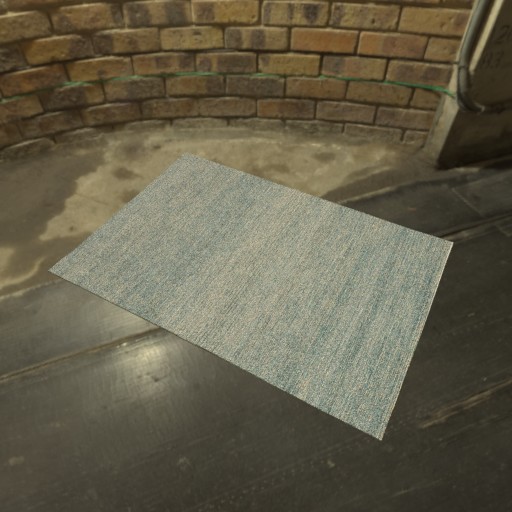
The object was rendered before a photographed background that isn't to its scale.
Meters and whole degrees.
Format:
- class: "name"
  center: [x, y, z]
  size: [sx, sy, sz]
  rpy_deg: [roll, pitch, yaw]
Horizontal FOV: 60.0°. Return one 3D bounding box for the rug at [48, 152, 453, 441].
- class: "rug"
  center: [0.000, 0.000, 5.352]
  size: [4.078, 0.052, 2.802]
  rpy_deg: [22, 51, 20]
